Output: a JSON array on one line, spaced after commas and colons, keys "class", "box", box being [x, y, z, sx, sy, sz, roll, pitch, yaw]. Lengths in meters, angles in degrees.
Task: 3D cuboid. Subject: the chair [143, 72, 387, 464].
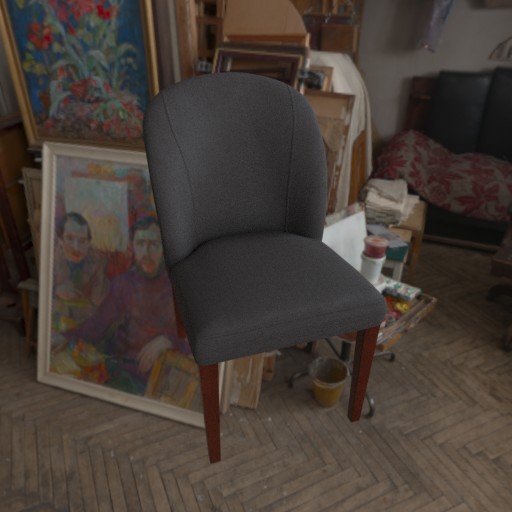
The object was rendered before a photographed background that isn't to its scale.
[{"class": "chair", "box": [0.000, 0.000, 1.243, 0.506, 0.879, 0.619, -10, 32, -16]}]
